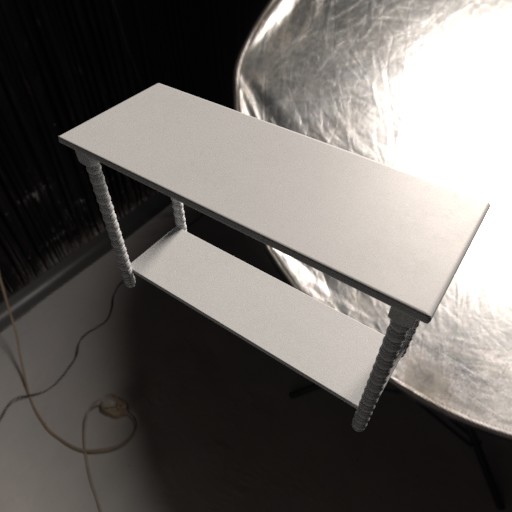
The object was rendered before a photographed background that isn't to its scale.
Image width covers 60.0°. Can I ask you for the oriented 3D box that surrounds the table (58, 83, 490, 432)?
[{"bbox_3d":[0.000,0.000,1.524,1.184,0.740,0.459,27,52,23],"label":"table"}]
